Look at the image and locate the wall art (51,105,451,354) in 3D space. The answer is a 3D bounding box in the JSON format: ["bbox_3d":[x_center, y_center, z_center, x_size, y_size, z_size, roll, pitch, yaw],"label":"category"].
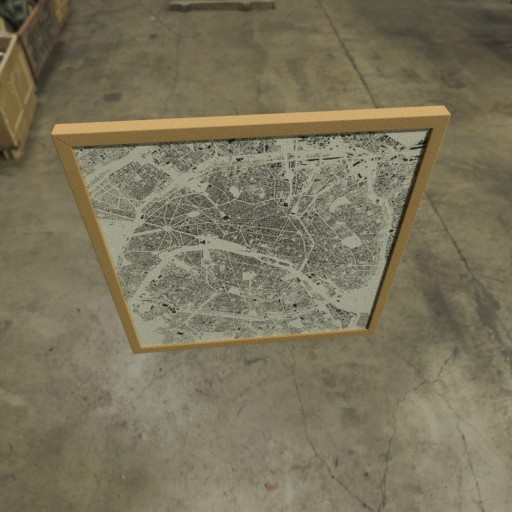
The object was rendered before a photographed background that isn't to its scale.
[{"bbox_3d":[0.000,0.000,1.127,0.761,0.761,0.037,-4,46,-4],"label":"wall art"}]
